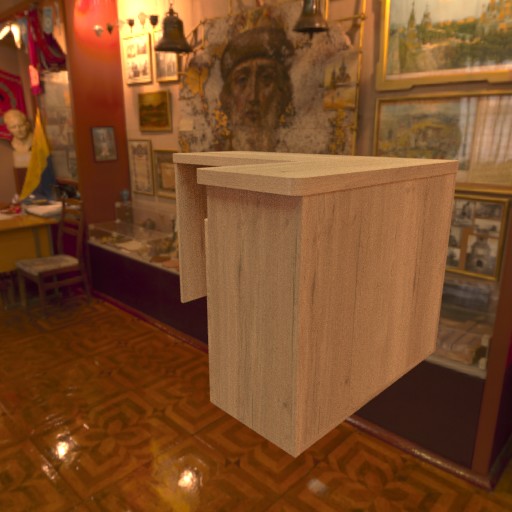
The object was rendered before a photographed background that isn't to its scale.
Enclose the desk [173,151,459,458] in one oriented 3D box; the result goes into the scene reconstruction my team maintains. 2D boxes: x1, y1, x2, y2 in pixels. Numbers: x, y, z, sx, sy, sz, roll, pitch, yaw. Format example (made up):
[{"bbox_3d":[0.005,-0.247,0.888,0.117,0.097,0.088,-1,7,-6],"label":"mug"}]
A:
[{"bbox_3d":[0.000,0.000,1.773,0.900,0.760,1.169,-15,21,-43],"label":"desk"}]
